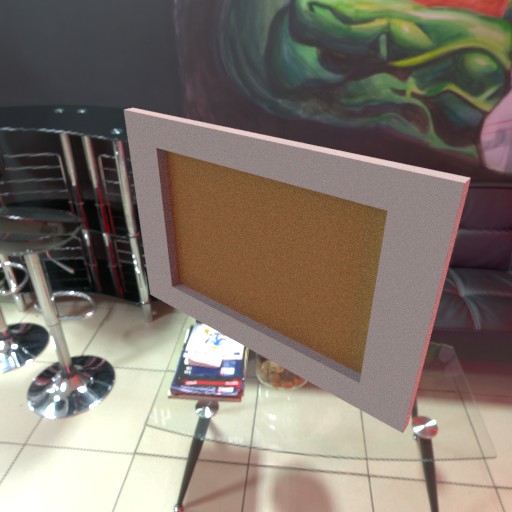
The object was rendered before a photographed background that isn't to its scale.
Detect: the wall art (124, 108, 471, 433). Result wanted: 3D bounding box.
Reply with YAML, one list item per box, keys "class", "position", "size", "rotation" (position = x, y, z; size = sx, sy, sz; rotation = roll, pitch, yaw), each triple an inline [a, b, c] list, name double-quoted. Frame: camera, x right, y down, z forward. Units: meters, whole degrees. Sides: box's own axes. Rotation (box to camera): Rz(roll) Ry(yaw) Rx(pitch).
- class: "wall art"
  position: [0.000, 0.000, 1.138]
  size: [0.906, 0.617, 0.033]
  rotation: [22, 36, 33]
